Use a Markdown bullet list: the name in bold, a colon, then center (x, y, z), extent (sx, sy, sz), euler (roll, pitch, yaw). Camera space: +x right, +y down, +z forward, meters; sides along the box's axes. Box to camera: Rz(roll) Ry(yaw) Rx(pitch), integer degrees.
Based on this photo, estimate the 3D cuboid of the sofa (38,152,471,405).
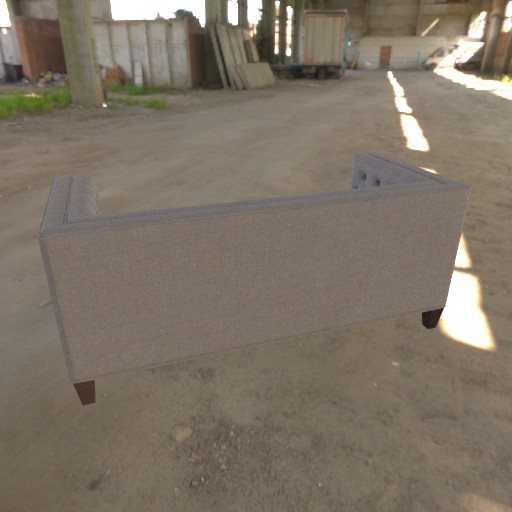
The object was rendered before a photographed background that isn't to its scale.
- **sofa**: center (0.000, 0.000, 2.197), extent (1.778, 0.762, 0.775), euler (-8, 26, -17)
